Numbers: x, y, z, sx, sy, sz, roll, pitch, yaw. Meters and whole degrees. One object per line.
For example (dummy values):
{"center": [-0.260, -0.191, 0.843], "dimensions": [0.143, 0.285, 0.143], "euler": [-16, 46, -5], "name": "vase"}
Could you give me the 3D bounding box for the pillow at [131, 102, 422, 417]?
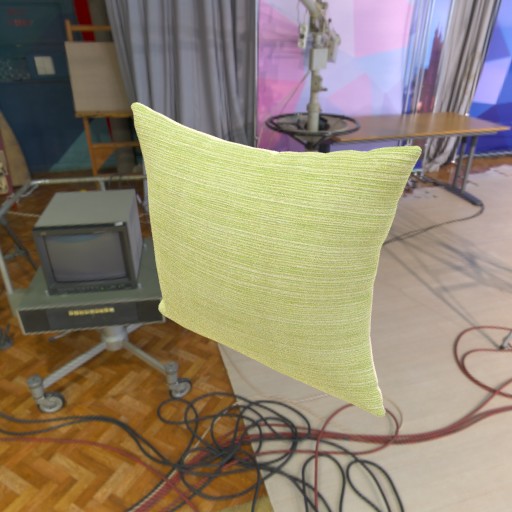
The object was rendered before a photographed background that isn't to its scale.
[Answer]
{"center": [0.000, 0.000, 0.809], "dimensions": [0.560, 0.487, 0.229], "euler": [19, 35, 29], "name": "pillow"}
